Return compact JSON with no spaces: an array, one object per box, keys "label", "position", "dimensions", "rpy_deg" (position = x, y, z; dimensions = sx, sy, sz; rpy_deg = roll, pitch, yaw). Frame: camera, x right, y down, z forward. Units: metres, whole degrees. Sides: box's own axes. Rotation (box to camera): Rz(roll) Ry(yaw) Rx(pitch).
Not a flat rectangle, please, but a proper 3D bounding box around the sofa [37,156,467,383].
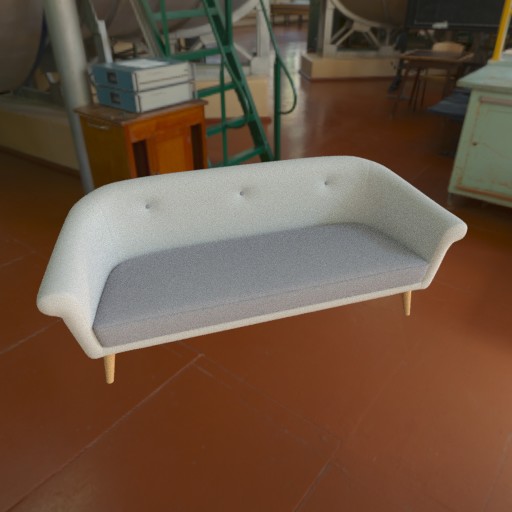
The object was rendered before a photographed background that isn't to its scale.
[{"label":"sofa","position":[0.000,0.000,2.525],"dimensions":[2.160,0.795,0.827],"rpy_deg":[-10,34,-15]}]
